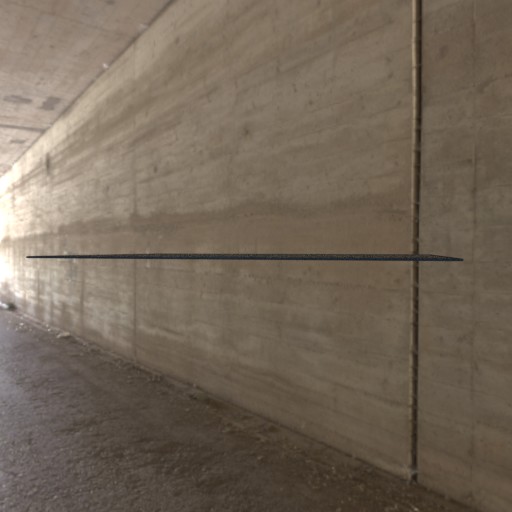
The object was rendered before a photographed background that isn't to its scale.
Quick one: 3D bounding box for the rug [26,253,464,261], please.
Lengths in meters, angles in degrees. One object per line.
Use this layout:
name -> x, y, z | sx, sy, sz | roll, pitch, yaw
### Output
rug -> 0.000, 0.000, 2.336 | 1.829, 0.010, 1.219 | 0, 1, 17
